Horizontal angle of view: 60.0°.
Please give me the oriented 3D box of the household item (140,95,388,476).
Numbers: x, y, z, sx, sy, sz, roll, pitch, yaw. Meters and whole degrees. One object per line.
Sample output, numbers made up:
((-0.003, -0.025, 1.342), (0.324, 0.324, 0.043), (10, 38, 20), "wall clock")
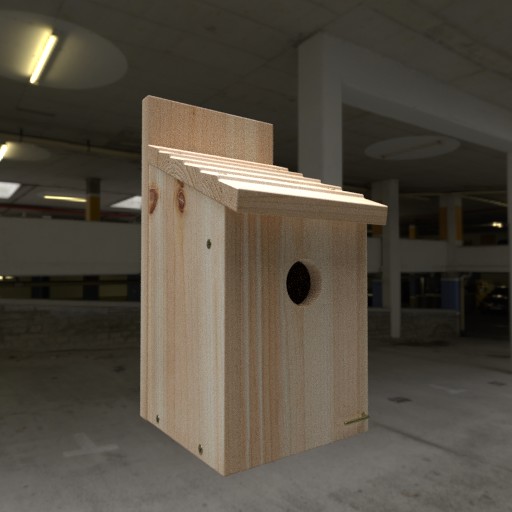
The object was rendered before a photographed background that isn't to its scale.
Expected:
((0.000, 0.000, 0.393), (0.149, 0.300, 0.171), (1, -2, -35), "household item")
